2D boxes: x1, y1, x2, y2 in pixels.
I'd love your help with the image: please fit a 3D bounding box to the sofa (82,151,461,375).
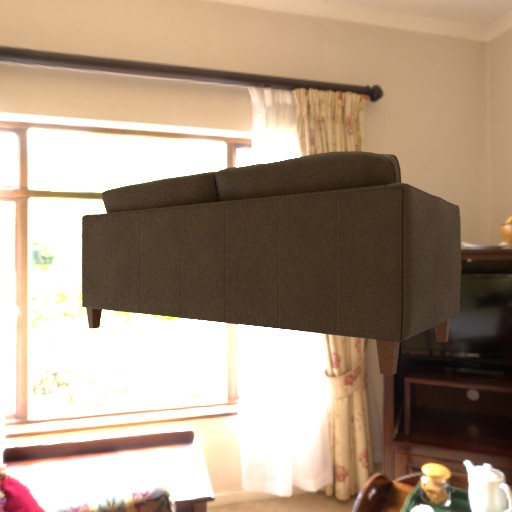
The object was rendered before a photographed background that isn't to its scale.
[{"bbox_3d":[0.000,0.000,2.472,1.971,0.863,0.933,0,-1,36],"label":"sofa"}]
